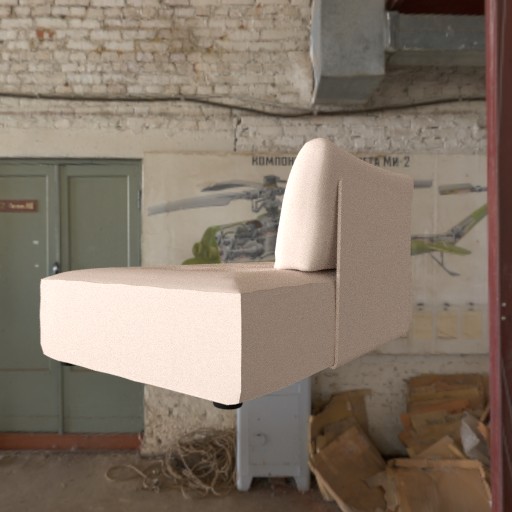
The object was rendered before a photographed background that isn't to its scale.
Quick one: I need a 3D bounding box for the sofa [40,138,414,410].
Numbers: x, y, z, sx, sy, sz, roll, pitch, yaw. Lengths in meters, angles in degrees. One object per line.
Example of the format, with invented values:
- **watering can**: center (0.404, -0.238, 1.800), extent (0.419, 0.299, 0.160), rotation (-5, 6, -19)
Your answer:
- **sofa**: center (0.000, 0.000, 1.987), extent (1.000, 0.820, 1.450), rotation (1, 1, 36)
